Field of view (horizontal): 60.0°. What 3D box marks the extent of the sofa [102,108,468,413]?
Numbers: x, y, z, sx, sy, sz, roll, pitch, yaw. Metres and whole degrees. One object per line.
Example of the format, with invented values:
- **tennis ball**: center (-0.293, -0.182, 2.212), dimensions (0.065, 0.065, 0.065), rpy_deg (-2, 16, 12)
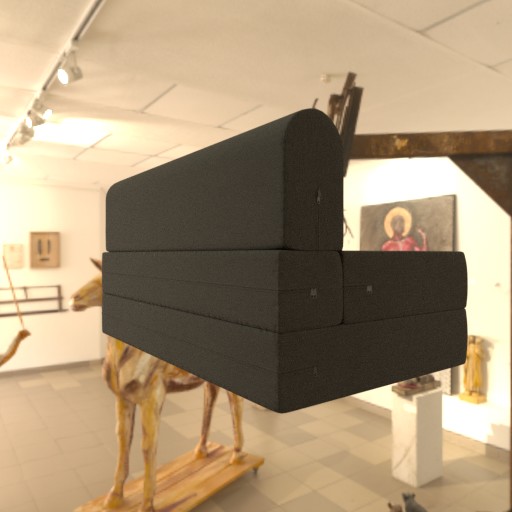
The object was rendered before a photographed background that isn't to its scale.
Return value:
- **sofa**: center (0.000, 0.000, 1.645), dimensions (0.762, 0.670, 1.225), rpy_deg (0, 0, -36)
